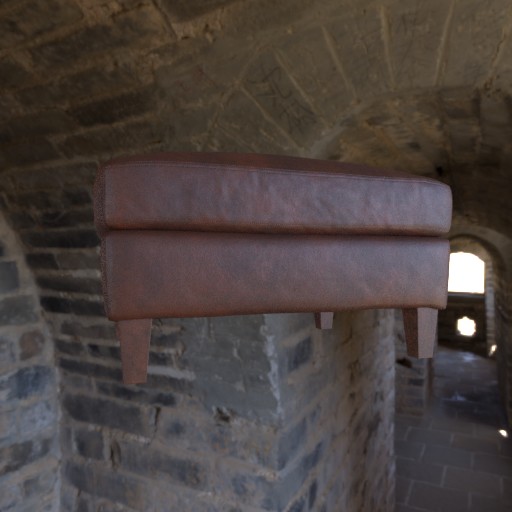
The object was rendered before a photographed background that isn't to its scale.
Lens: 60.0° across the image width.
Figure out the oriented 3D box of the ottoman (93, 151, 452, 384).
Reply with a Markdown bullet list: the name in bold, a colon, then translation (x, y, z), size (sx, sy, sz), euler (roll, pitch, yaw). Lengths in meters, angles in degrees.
- **ottoman**: translation (0.000, 0.000, 1.282), size (0.887, 0.527, 0.659), euler (0, -1, -19)
